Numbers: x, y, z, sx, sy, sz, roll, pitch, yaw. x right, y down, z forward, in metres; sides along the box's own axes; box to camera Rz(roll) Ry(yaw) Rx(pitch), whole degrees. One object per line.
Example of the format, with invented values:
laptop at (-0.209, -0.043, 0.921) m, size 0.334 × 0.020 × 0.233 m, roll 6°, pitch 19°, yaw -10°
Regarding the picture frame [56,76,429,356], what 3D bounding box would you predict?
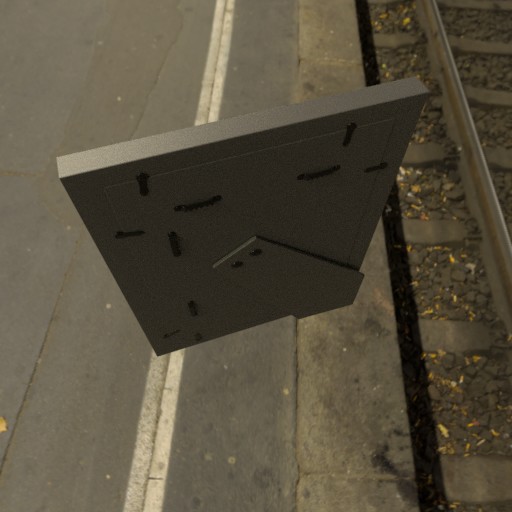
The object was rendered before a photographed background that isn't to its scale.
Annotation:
picture frame at (0.000, 0.000, 0.514) m, size 0.307 × 0.383 × 0.036 m, roll -16°, pitch 59°, yaw -10°
